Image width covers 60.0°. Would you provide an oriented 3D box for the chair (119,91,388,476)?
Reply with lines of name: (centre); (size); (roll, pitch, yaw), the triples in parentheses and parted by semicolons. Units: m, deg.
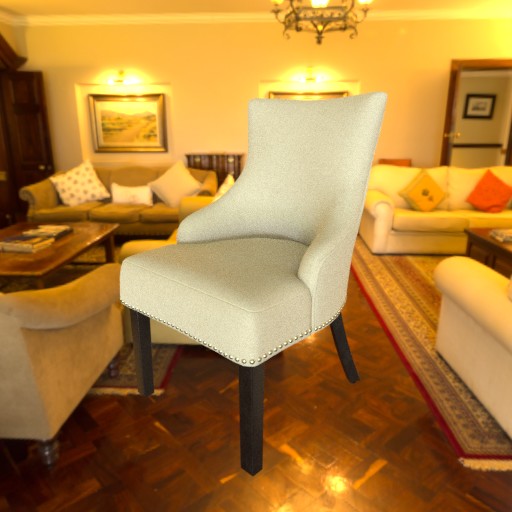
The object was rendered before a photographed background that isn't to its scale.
chair: (0.000, 0.000, 1.300); (0.566, 0.909, 0.629); (15, 22, 42)
